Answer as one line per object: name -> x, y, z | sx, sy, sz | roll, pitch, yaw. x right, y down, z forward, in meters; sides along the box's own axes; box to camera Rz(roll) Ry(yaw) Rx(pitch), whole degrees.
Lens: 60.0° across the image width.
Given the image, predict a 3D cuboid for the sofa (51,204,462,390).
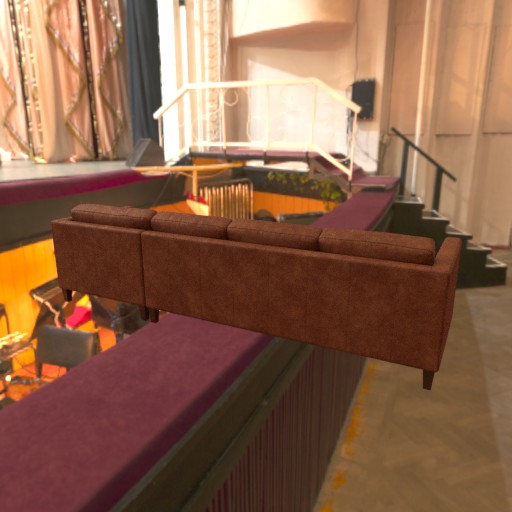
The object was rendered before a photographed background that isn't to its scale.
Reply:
sofa -> 0.000, 0.000, 3.862 | 3.203, 0.883, 1.581 | 8, 17, 27
